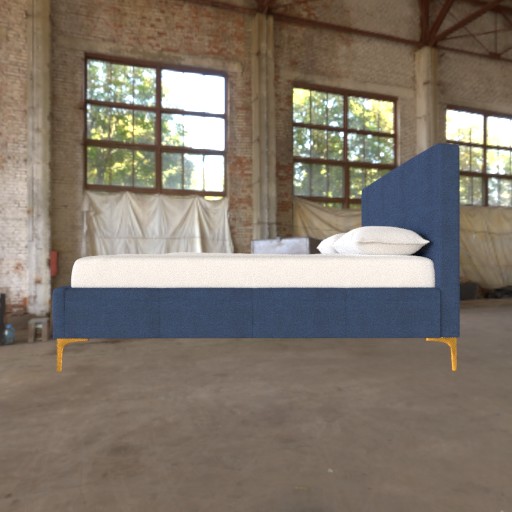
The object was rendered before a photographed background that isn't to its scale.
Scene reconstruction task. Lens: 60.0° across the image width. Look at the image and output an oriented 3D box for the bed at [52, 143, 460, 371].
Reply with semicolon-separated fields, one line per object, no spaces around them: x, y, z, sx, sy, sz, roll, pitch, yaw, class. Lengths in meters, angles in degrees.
0.000;0.000;3.202;2.172;1.231;1.723;0;0;0;bed
